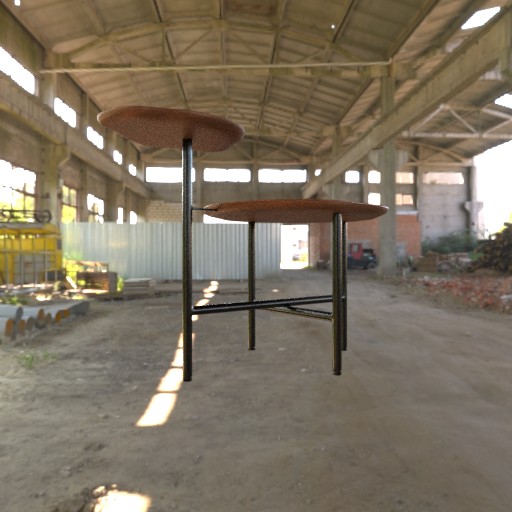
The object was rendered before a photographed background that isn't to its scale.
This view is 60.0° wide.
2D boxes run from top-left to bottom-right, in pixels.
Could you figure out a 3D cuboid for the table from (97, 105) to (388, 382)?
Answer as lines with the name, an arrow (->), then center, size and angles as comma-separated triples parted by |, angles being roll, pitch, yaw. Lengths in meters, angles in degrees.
table -> 0.000, 0.000, 1.073 | 0.759, 0.538, 0.442 | 0, 0, -36
